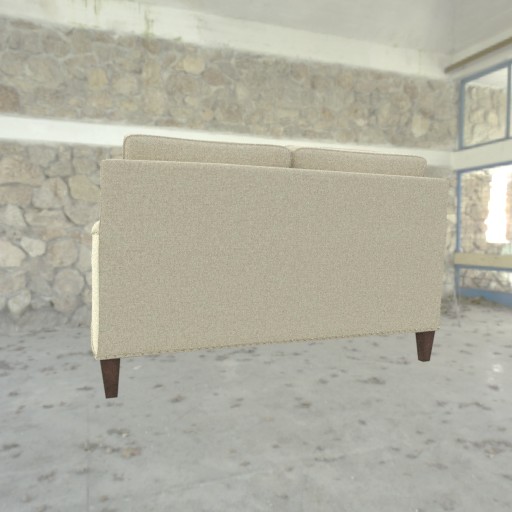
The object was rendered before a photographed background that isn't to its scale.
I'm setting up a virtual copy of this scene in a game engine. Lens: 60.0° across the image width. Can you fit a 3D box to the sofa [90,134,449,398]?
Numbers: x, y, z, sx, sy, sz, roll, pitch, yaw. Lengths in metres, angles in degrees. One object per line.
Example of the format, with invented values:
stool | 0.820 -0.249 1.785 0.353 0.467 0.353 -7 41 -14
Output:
sofa | 0.000 0.000 2.266 1.597 1.003 1.084 -1 2 -20
